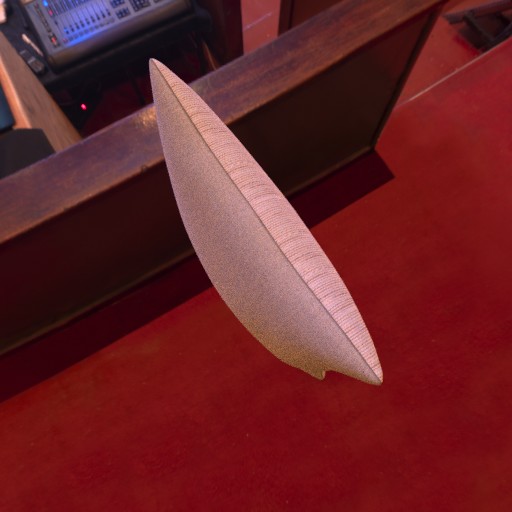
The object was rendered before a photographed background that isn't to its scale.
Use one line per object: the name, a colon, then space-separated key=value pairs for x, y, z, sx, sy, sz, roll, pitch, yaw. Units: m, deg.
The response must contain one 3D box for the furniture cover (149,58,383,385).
furniture cover: x=0.000 y=0.000 z=0.780 sx=0.178 sy=0.506 sz=0.512 roll=-33 pitch=77 yaw=-8
